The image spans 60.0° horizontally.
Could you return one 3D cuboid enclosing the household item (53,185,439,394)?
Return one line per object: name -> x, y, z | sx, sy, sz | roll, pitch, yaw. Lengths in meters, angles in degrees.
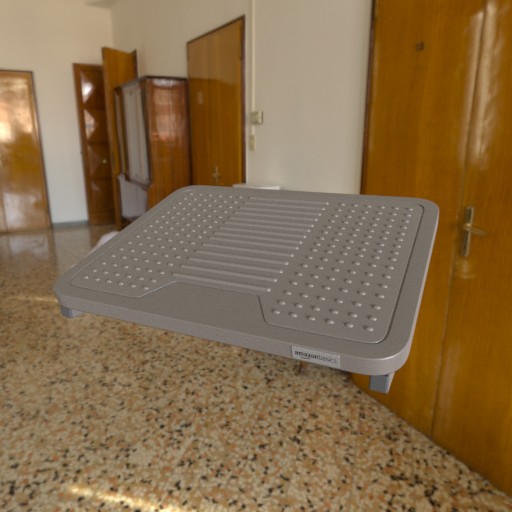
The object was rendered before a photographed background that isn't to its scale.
household item -> 0.000, 0.000, 0.538 | 0.390, 0.126, 0.301 | 7, 17, 24
